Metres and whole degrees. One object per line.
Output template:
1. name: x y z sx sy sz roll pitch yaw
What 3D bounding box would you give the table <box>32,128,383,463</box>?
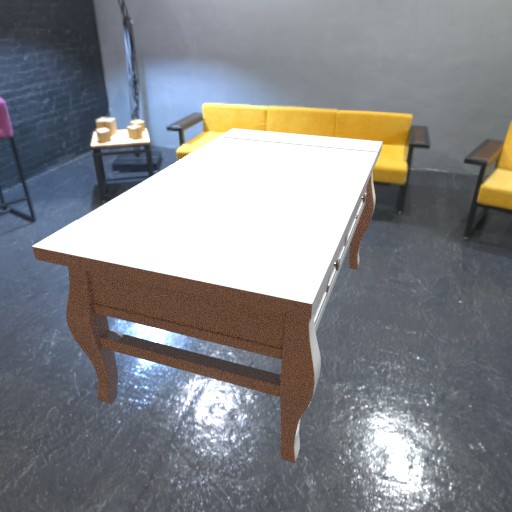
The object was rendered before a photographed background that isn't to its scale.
1. table: 0.000 0.000 1.370 0.600 0.495 1.062 10 31 17
